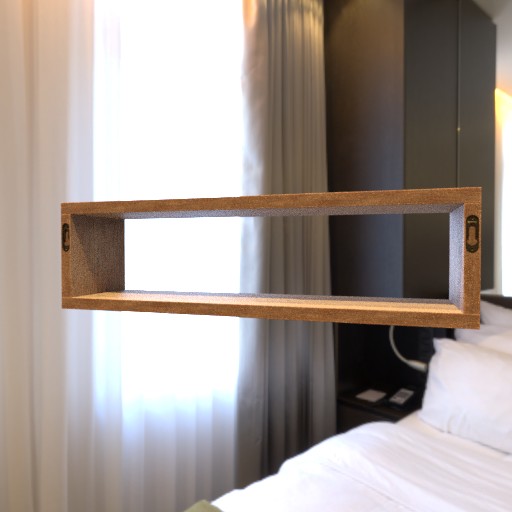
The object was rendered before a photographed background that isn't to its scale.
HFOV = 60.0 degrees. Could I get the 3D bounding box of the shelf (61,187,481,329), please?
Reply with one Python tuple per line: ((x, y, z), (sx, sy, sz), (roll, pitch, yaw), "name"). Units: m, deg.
((0.000, 0.000, 0.692), (0.610, 0.170, 0.150), (0, 1, 18), "shelf")
